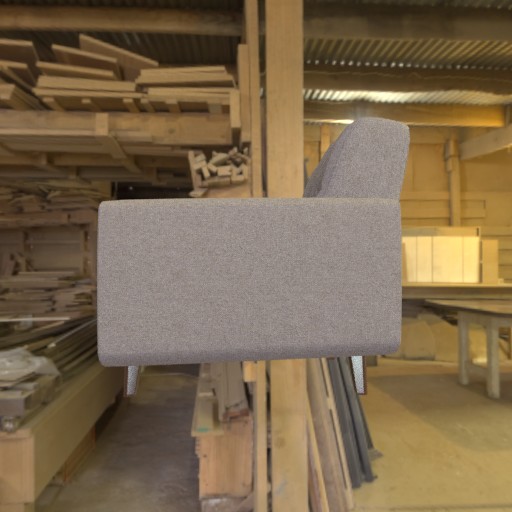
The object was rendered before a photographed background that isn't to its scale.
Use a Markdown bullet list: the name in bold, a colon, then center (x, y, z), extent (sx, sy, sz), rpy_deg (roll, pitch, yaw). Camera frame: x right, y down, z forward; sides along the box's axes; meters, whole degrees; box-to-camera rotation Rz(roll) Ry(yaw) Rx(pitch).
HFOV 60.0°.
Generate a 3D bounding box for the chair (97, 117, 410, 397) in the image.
- **chair**: center (0.000, 0.000, 1.580), extent (0.907, 0.839, 0.831), rpy_deg (0, -1, -1)
